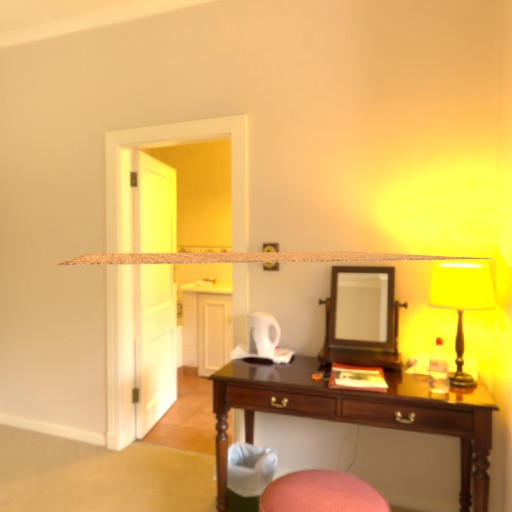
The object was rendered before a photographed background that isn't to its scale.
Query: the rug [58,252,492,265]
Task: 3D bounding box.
[{"bbox_3d":[0.000,0.000,4.231,3.200,0.012,2.438,-1,2,-18],"label":"rug"}]
